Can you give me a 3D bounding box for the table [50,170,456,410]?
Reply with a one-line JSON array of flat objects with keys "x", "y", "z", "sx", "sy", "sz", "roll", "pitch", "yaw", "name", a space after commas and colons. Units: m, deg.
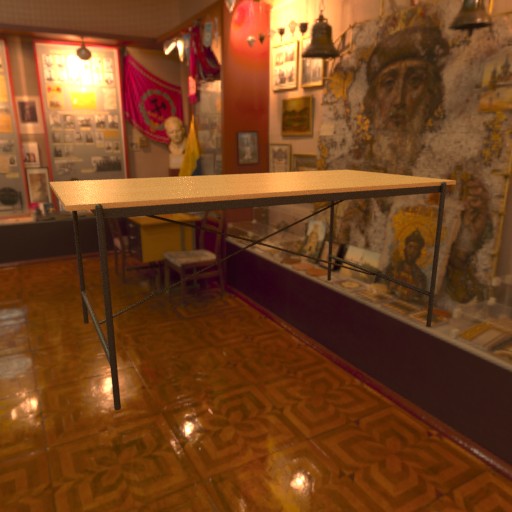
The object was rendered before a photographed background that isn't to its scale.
[{"x": 0.000, "y": 0.000, "z": 2.269, "sx": 1.800, "sy": 0.758, "sz": 0.900, "roll": -8, "pitch": 17, "yaw": -26, "name": "table"}]
